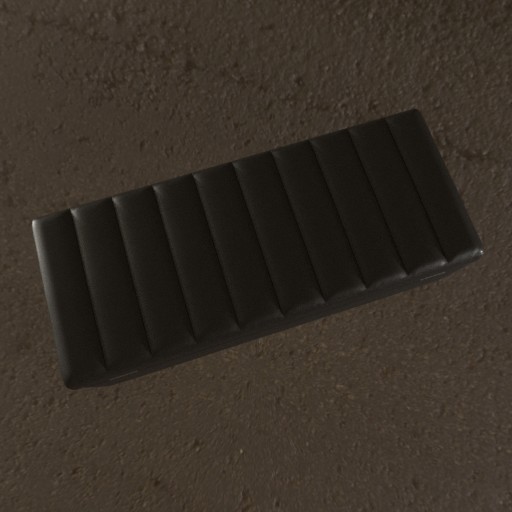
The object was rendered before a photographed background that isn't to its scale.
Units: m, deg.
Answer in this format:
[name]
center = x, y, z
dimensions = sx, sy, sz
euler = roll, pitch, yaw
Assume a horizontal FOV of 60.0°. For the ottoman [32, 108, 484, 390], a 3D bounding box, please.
[ottoman]
center = 0.000, 0.000, 1.385
dimensions = 1.151, 0.469, 0.482
euler = -17, 76, -4
